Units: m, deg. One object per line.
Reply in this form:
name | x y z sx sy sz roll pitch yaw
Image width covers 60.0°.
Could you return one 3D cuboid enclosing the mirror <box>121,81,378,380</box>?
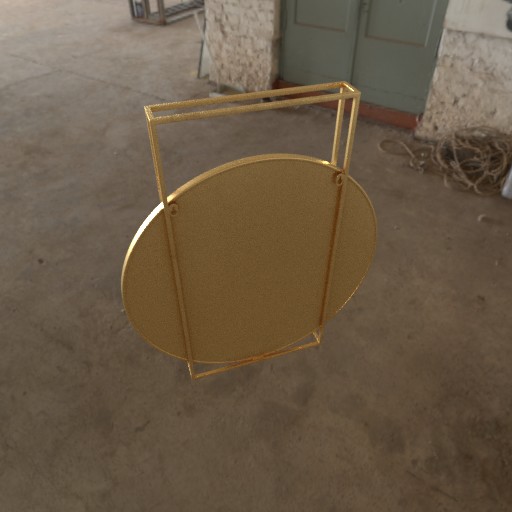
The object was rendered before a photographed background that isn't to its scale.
mirror | 0.000 0.000 0.841 0.508 0.603 0.051 -12 42 -14
